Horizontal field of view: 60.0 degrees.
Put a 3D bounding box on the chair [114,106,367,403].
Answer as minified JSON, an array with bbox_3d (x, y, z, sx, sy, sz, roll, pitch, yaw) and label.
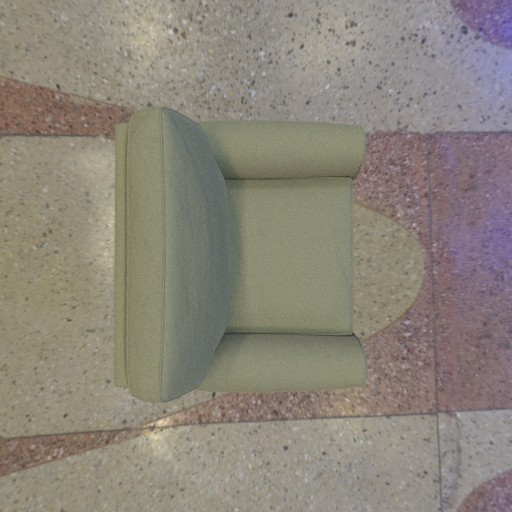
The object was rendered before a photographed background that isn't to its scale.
[{"bbox_3d":[0.000,0.000,1.895,0.988,1.017,1.135,0,89,-1],"label":"chair"}]
